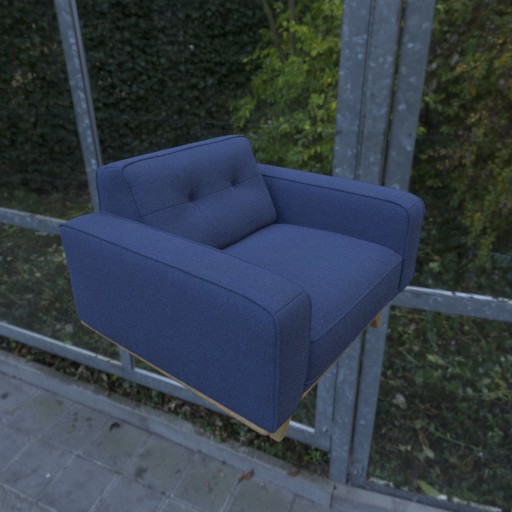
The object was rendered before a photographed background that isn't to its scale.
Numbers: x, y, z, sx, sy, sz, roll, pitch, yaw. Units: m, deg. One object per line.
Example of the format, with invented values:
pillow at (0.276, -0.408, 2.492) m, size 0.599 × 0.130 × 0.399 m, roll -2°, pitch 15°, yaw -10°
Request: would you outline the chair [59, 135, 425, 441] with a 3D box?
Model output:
chair at (0.000, 0.000, 1.758) m, size 0.953 × 0.783 × 1.118 m, roll 18°, pitch 31°, yaw 33°
